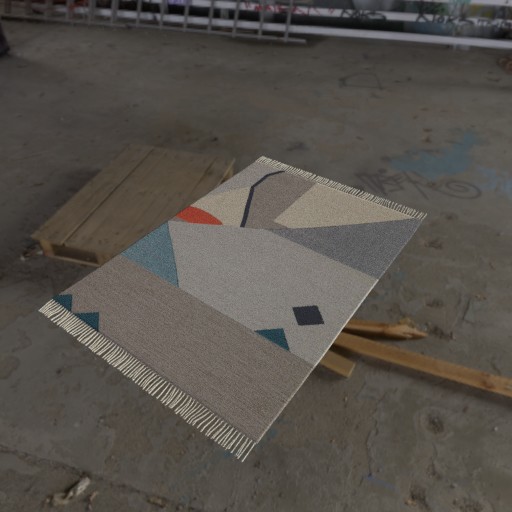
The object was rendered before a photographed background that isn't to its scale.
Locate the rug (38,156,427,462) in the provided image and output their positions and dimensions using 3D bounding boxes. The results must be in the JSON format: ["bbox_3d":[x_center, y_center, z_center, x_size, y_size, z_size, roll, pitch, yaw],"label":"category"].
[{"bbox_3d":[0.000,0.000,2.363,1.220,0.005,1.828,25,47,26],"label":"rug"}]
